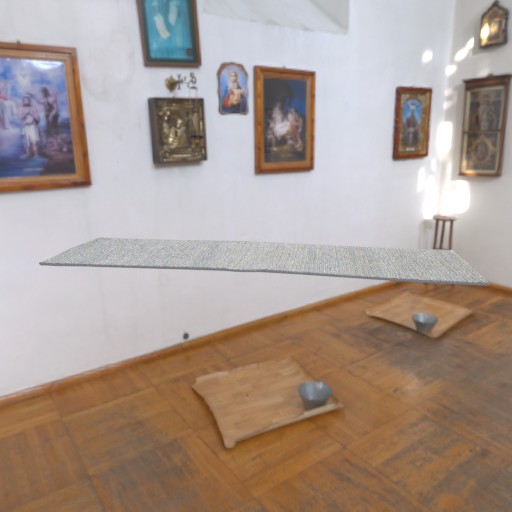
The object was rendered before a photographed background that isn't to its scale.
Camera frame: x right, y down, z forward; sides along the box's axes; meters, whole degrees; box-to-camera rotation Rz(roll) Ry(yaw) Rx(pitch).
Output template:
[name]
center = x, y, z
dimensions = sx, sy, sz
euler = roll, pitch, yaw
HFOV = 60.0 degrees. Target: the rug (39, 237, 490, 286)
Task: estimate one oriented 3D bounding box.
[rug]
center = 0.000, 0.000, 2.584
dimensions = 2.341, 0.037, 0.675
euler = 2, 14, 9
